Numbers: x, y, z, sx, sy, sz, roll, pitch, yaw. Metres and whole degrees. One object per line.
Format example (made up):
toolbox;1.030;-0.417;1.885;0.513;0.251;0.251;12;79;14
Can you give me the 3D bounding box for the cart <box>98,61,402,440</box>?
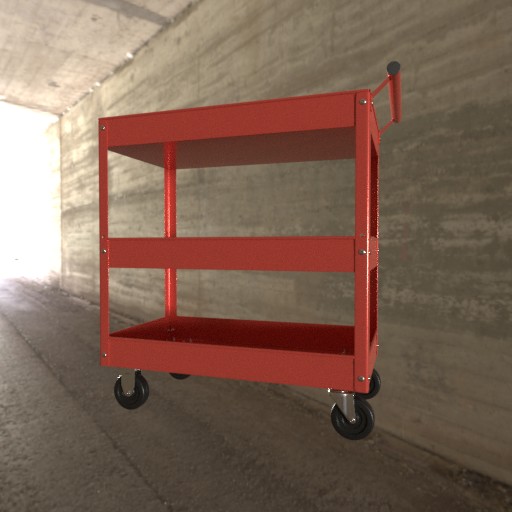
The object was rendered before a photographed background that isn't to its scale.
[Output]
cart;0.000;0.000;1.163;0.719;0.780;0.366;0;1;18
